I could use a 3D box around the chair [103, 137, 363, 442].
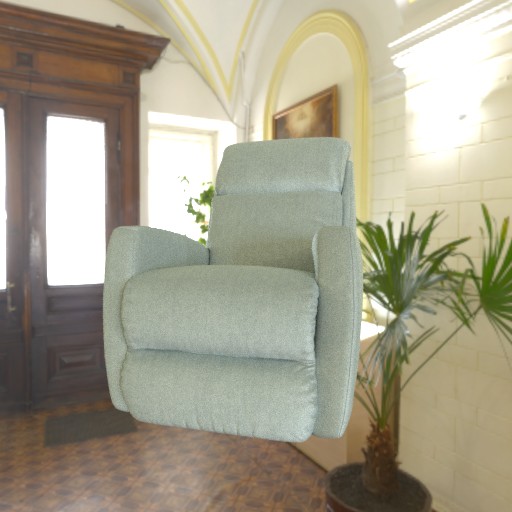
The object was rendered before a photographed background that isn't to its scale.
[{"bbox_3d":[0.000,0.000,1.656,0.812,1.013,0.940,1,2,17],"label":"chair"}]
